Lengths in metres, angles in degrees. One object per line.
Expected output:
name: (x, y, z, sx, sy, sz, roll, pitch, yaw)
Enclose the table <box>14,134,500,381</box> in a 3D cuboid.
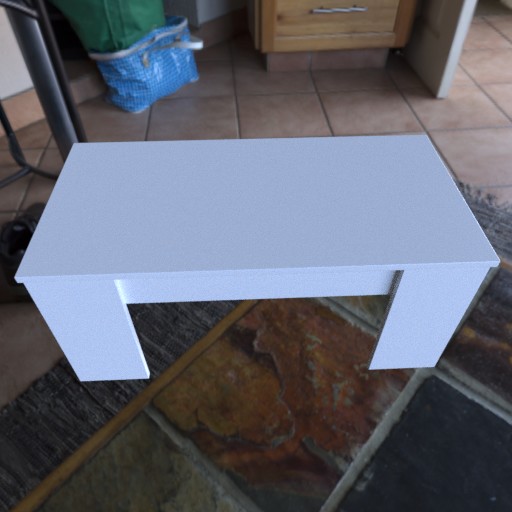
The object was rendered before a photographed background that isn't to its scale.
table: (0.000, 0.000, 1.240, 1.000, 0.440, 0.500, -2, 46, -2)
